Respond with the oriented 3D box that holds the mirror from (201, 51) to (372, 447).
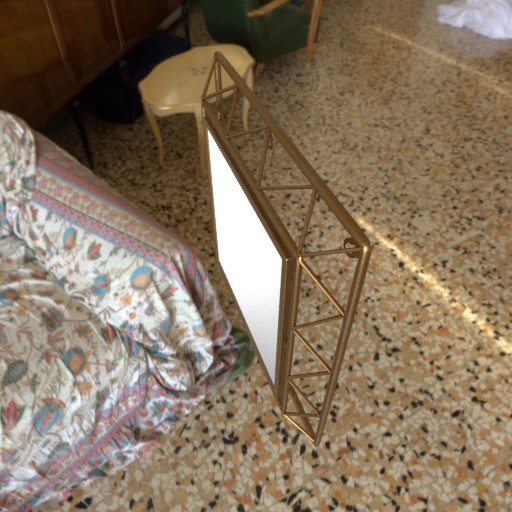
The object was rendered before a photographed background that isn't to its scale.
[{"bbox_3d":[0.000,0.000,0.624,0.046,0.414,0.416,-15,48,-14],"label":"mirror"}]
